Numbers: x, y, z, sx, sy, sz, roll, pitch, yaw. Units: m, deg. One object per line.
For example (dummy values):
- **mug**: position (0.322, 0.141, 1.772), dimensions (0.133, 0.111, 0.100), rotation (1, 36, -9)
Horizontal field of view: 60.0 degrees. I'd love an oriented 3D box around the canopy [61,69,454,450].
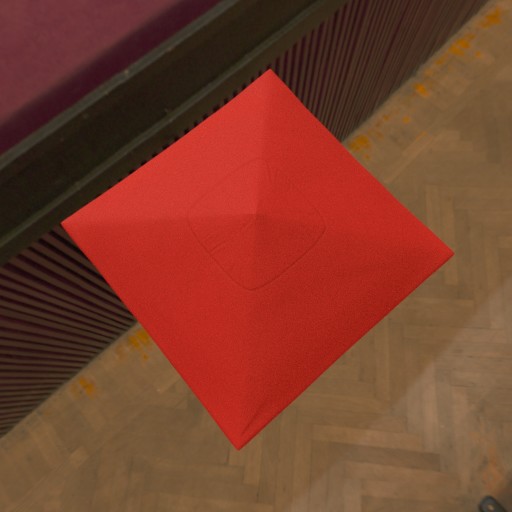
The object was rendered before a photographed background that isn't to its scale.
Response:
- **canopy**: position (0.000, 0.000, 5.417), dimensions (2.998, 2.997, 2.996), rotation (-39, 79, -10)
